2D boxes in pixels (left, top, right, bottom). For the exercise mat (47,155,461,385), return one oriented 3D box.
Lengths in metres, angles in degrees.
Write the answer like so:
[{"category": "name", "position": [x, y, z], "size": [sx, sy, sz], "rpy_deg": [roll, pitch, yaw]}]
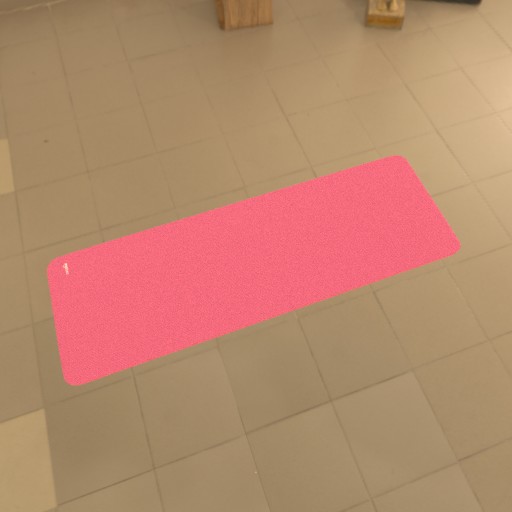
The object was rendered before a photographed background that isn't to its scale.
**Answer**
[{"category": "exercise mat", "position": [0.000, 0.000, 2.087], "size": [1.884, 0.021, 0.616], "rpy_deg": [-18, 65, -9]}]
